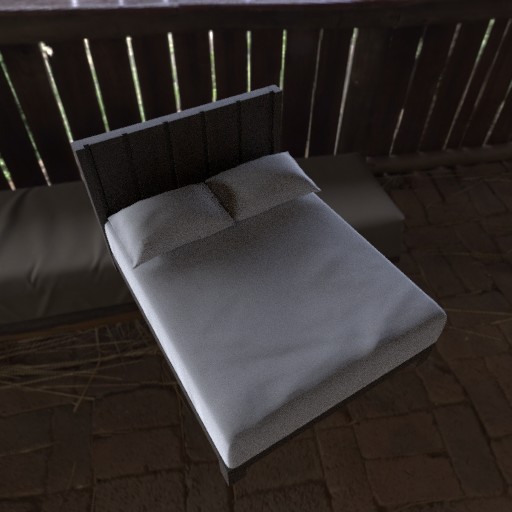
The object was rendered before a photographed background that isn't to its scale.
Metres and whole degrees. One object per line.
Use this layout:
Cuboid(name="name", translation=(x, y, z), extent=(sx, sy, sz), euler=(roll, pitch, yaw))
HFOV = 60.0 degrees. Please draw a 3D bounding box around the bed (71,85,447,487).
Cuboid(name="bed", translation=(0.000, 0.000, 3.262), extent=(1.727, 1.270, 2.242), euler=(-24, 51, -21))
